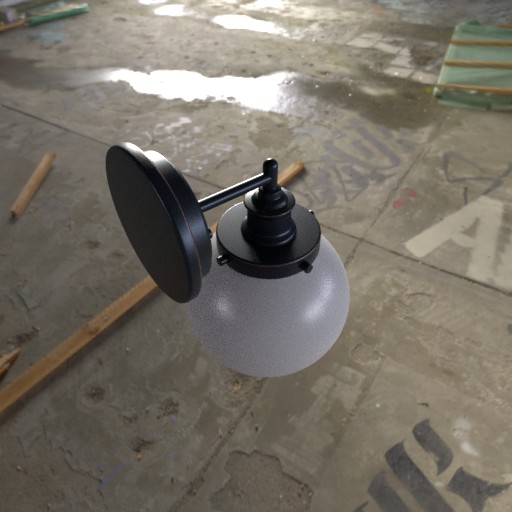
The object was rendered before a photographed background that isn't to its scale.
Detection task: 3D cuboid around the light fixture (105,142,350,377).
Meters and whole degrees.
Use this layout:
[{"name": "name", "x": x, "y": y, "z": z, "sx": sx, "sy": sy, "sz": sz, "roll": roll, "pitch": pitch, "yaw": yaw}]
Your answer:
[{"name": "light fixture", "x": 0.000, "y": 0.000, "z": 0.480, "sx": 0.230, "sy": 0.332, "sz": 0.197, "roll": -28, "pitch": 50, "yaw": -26}]
